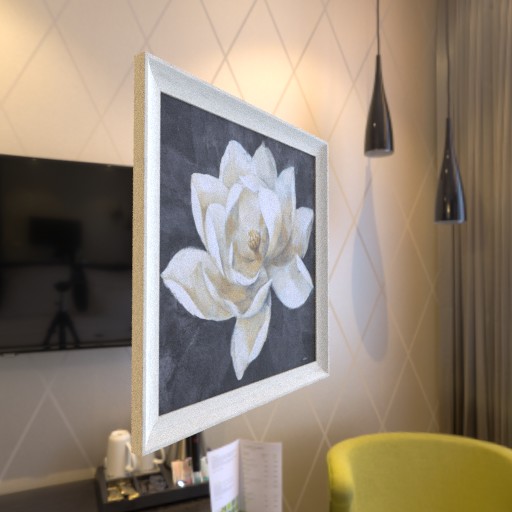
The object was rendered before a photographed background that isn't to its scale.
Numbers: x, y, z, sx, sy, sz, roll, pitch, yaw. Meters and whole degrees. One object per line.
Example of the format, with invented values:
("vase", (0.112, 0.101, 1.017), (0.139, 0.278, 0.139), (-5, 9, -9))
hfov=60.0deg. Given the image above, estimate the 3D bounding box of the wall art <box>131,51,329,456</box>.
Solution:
("wall art", (0.000, 0.000, 1.533), (0.045, 1.016, 1.016), (-1, -2, 36))
